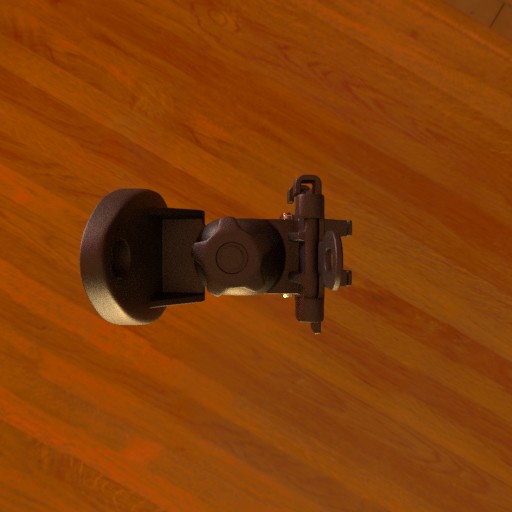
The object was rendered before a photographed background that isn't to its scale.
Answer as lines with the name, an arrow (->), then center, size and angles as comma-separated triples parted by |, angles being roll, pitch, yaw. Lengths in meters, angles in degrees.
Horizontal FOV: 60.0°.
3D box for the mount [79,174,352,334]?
mount -> 0.000, 0.000, 0.178 | 0.100, 0.118, 0.066 | 0, 92, 0
